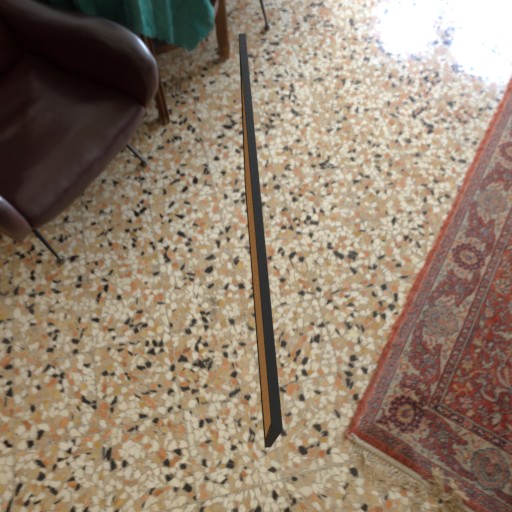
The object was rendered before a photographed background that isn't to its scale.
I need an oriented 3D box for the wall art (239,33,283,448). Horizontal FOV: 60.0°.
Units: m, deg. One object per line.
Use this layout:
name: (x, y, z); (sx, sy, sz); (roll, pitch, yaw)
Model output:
wall art: (0.000, 0.000, 0.857); (0.013, 0.458, 0.664); (-4, 64, -2)
